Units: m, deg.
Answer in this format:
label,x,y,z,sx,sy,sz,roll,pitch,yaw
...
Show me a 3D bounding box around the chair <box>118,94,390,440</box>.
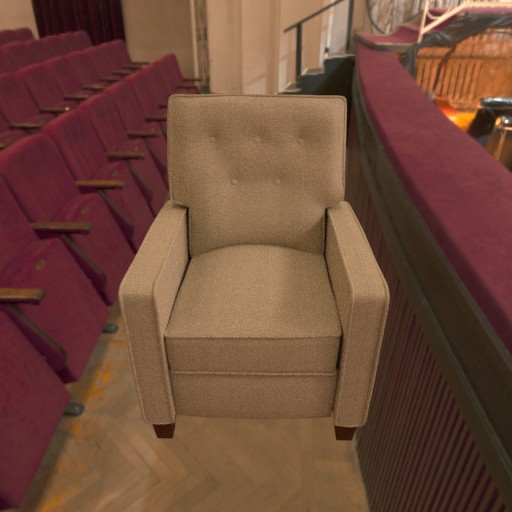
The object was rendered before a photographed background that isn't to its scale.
label,x,y,z,sx,sy,sz,roll,pitch,yaw
chair,0.000,0.000,1.401,0.648,0.888,0.754,1,30,1
